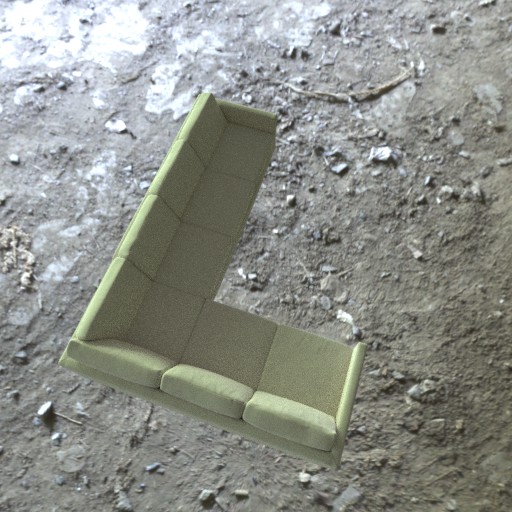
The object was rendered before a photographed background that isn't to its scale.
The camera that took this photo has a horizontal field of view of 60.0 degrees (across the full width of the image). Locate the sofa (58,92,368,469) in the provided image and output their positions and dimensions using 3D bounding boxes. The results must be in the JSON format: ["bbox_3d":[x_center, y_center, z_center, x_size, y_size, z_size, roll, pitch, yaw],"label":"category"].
[{"bbox_3d":[0.000,0.000,4.367,2.432,0.863,3.182,17,66,8],"label":"sofa"}]
